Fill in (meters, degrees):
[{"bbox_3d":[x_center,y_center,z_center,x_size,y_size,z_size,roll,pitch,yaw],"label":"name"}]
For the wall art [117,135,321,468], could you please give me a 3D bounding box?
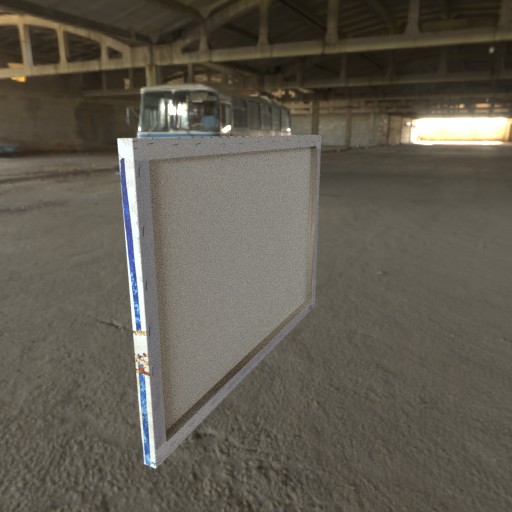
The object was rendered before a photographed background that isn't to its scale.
[{"bbox_3d":[0.000,0.000,1.450,0.038,0.757,1.143,8,17,25],"label":"wall art"}]
